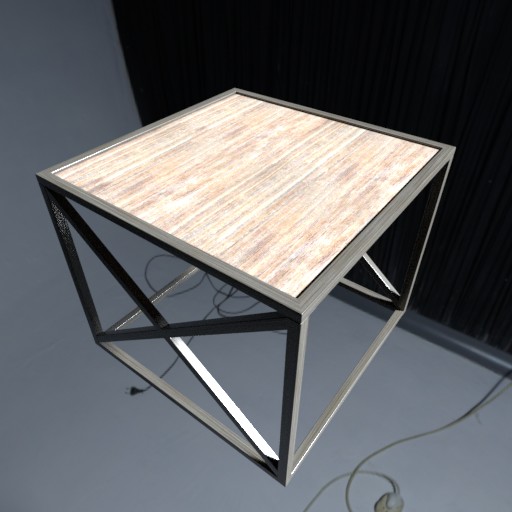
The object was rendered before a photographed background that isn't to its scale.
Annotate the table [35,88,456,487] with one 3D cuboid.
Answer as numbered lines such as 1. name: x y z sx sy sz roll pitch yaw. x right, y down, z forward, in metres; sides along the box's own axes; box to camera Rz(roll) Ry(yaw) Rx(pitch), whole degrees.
1. table: 0.000 0.000 1.062 0.611 0.507 0.609 26 46 28
